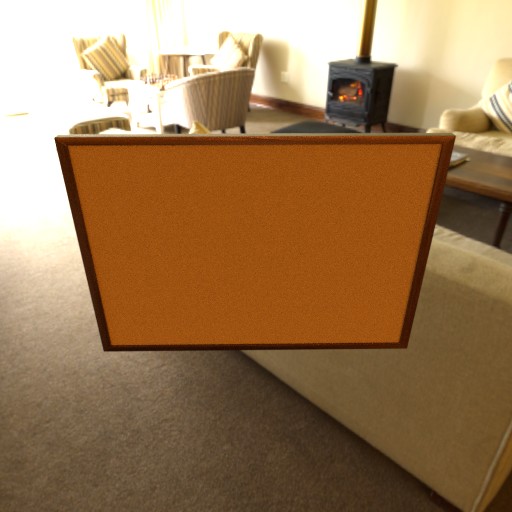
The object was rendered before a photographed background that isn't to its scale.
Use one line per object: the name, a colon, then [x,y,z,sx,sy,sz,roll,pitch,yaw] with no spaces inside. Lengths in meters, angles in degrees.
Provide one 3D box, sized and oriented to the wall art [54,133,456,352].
wall art: [0.000,0.000,0.557,0.431,0.304,0.012,0,31,-1]
